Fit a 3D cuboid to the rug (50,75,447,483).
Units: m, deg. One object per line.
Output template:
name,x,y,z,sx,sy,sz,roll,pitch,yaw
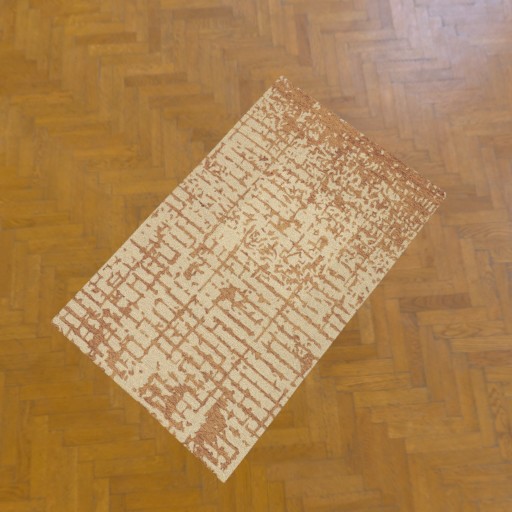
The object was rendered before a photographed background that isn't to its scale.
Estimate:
rug,0.000,0.000,3.034,1.517,0.011,2.435,39,79,9
